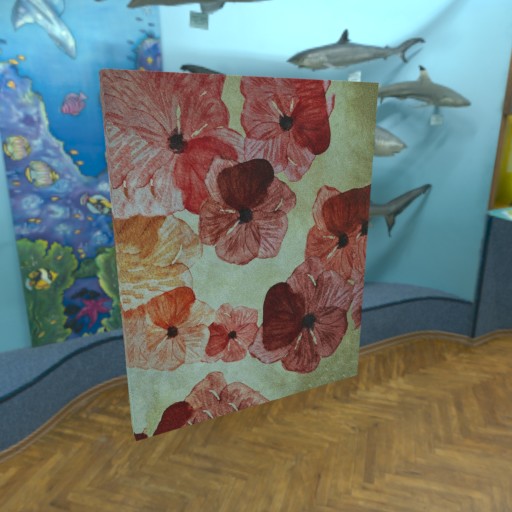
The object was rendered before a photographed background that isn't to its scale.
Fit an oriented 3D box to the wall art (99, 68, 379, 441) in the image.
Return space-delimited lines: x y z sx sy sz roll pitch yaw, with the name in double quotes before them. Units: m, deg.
"wall art" 0.000 0.000 0.677 0.406 0.508 0.028 -8 18 -25
